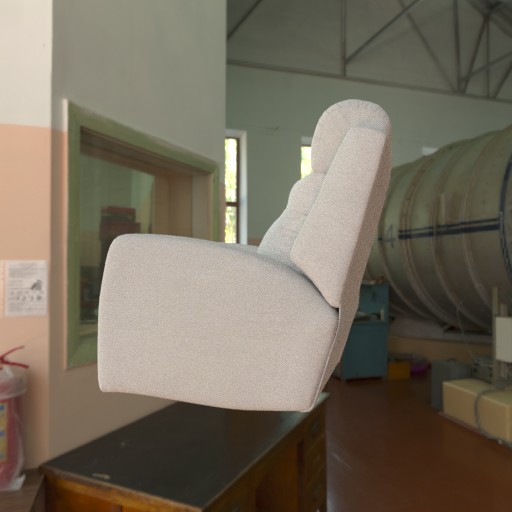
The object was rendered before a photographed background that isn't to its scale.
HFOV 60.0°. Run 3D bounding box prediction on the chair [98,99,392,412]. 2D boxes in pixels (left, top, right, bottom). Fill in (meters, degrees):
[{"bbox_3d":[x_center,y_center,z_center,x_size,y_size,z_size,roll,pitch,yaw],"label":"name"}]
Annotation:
[{"bbox_3d":[0.000,0.000,1.774,1.043,1.013,0.798,0,-1,17],"label":"chair"}]
